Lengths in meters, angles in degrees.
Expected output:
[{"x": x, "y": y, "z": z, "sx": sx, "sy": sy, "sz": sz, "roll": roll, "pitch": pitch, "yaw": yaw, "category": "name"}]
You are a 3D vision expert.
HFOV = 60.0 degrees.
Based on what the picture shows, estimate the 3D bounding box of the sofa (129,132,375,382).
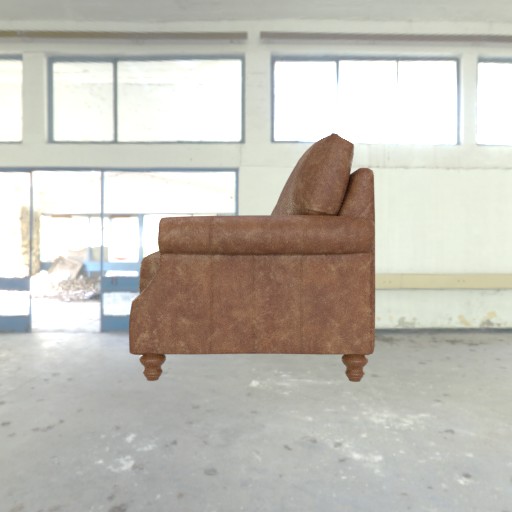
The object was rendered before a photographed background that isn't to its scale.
[{"x": 0.000, "y": 0.000, "z": 2.787, "sx": 0.973, "sy": 0.977, "sz": 2.351, "roll": 0, "pitch": 0, "yaw": 1, "category": "sofa"}]
